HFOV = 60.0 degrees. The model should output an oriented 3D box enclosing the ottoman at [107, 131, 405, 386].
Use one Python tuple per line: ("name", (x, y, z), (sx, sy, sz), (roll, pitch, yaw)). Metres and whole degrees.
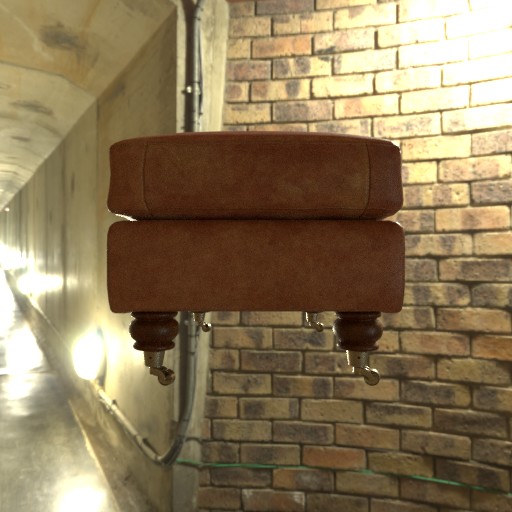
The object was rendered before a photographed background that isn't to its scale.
("ottoman", (0.000, 0.000, 1.195), (0.565, 0.507, 0.852), (0, -1, 0))
